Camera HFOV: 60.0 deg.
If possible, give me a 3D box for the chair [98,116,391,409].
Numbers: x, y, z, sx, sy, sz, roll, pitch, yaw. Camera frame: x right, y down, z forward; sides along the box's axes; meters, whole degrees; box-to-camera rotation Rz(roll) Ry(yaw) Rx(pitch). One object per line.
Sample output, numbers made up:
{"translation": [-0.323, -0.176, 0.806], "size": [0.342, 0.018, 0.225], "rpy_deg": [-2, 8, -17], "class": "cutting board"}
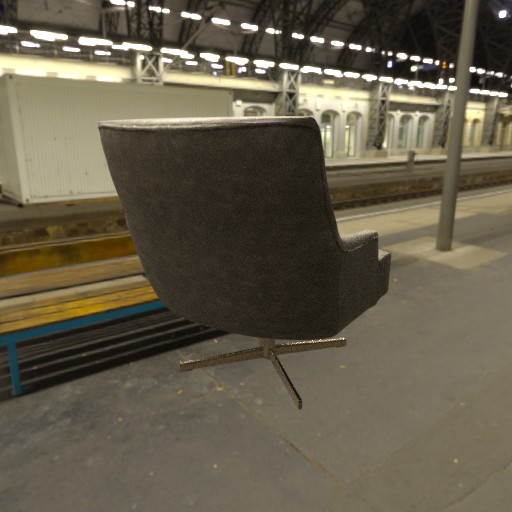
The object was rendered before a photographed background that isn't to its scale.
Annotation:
{"translation": [0.000, 0.000, 1.505], "size": [0.738, 0.870, 0.874], "rpy_deg": [8, 17, 29], "class": "chair"}
